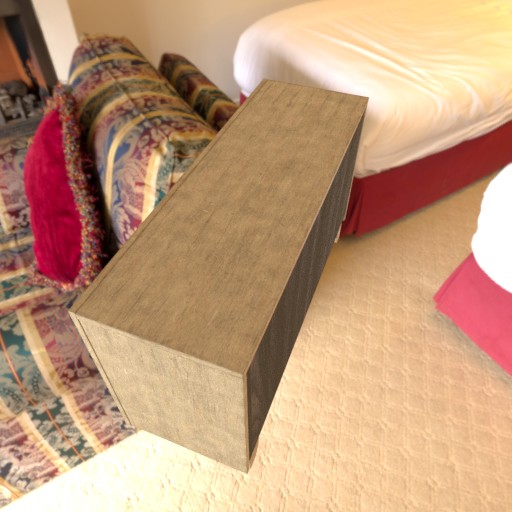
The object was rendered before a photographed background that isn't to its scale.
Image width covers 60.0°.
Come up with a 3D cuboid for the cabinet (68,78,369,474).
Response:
[{"bbox_3d":[0.000,0.000,1.878,0.511,0.825,1.460,16,49,15],"label":"cabinet"}]
